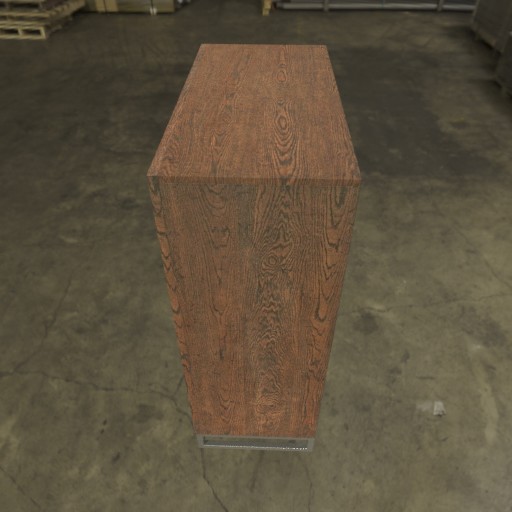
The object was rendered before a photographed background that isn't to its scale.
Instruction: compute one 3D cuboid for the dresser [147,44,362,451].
[{"bbox_3d":[0.000,0.000,1.782,0.508,1.321,0.965,1,42,2],"label":"dresser"}]
